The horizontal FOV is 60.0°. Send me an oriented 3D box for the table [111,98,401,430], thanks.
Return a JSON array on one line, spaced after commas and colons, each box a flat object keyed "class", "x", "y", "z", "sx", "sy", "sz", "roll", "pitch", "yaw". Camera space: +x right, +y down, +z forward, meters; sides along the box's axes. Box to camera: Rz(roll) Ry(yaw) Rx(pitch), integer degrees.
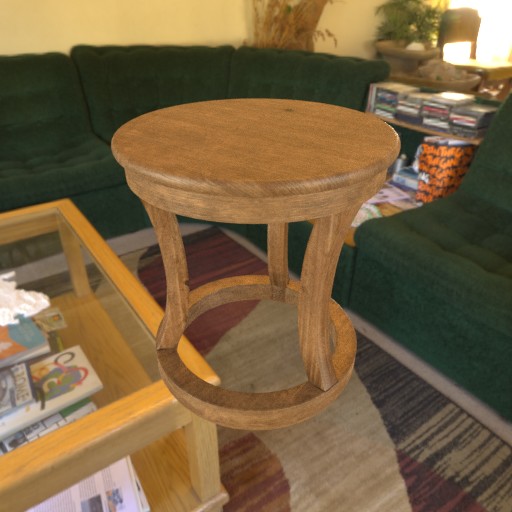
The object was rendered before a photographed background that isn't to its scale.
[{"class": "table", "x": 0.000, "y": 0.000, "z": 0.802, "sx": 0.432, "sy": 0.460, "sz": 0.432, "roll": 0, "pitch": 32, "yaw": 0}]
